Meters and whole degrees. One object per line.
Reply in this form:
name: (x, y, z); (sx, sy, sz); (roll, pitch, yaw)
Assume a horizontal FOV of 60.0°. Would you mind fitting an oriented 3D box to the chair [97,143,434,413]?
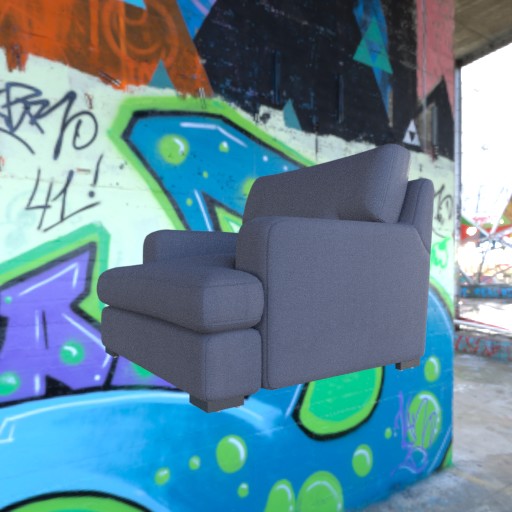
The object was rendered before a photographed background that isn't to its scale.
chair: (0.000, 0.000, 2.026); (1.143, 0.940, 1.168); (0, 0, -35)
